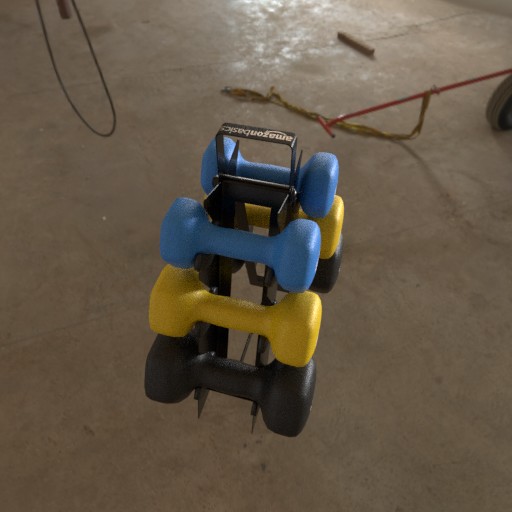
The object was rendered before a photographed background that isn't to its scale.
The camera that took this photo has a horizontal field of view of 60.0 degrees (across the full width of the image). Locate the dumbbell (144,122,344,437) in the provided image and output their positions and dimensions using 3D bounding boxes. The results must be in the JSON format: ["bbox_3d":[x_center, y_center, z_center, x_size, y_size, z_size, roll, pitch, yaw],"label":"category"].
[{"bbox_3d":[0.000,0.000,0.675,0.255,0.426,0.409,12,49,11],"label":"dumbbell"}]
